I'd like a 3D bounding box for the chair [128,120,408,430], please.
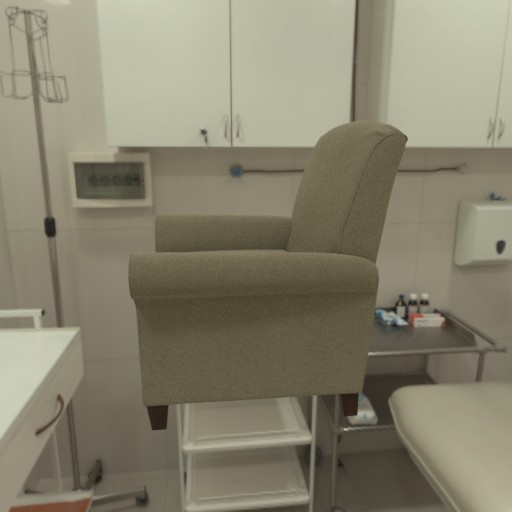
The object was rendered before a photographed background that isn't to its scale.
[{"bbox_3d":[0.000,0.000,1.811,0.905,1.061,0.978,-2,14,-7],"label":"chair"}]
